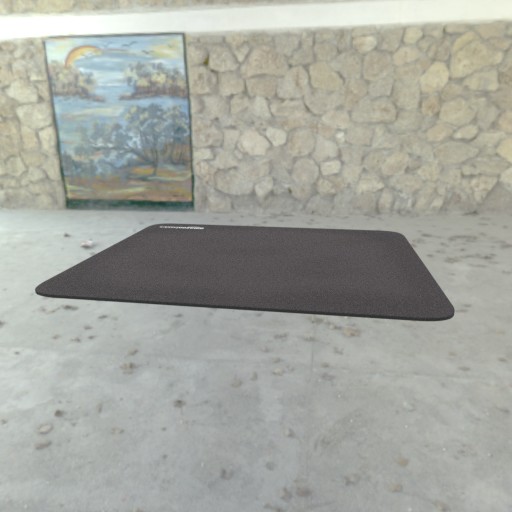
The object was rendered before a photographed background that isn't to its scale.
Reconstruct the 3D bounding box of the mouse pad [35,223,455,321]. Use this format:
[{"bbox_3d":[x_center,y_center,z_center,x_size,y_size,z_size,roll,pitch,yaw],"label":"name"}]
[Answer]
[{"bbox_3d":[0.000,0.000,0.345,0.249,0.002,0.211,3,16,9],"label":"mouse pad"}]
